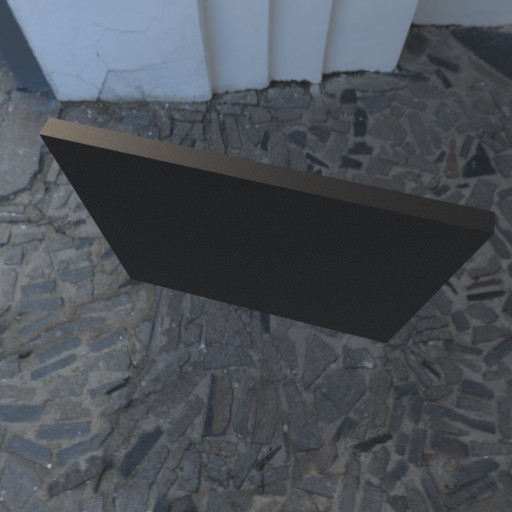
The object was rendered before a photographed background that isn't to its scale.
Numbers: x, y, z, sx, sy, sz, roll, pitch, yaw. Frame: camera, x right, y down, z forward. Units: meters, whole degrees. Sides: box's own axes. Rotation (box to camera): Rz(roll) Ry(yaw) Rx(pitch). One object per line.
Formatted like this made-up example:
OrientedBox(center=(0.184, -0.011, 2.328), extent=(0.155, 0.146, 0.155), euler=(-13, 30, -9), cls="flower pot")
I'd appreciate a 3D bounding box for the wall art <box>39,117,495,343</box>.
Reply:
OrientedBox(center=(0.000, 0.000, 0.737), extent=(0.558, 0.457, 0.029), euler=(13, 64, 7), cls="wall art")
